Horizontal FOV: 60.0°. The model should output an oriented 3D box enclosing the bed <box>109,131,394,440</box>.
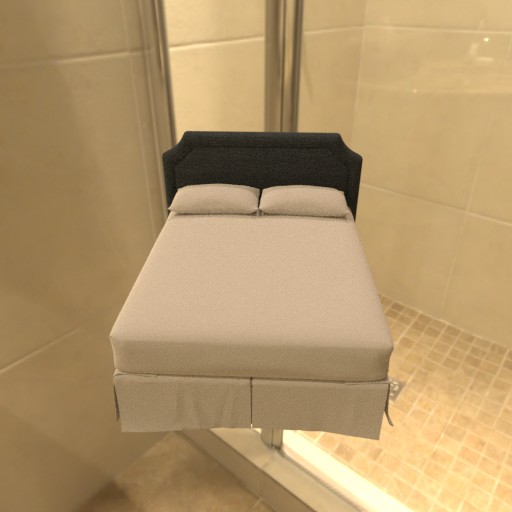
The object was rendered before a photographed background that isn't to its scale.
[{"bbox_3d":[0.000,0.000,3.331,1.828,1.297,2.208,1,31,2],"label":"bed"}]
